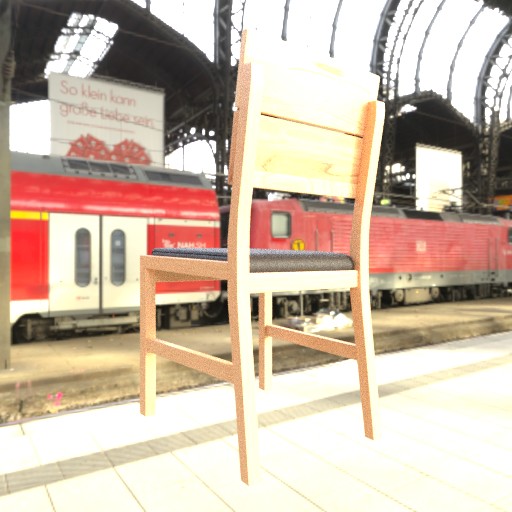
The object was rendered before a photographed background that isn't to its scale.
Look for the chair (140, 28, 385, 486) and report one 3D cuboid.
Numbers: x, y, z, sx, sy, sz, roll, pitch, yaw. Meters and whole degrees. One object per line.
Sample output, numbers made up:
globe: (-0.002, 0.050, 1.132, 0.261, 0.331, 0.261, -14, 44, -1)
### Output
chair: (0.000, 0.000, 1.256, 0.475, 0.950, 0.560, 0, 0, -35)
